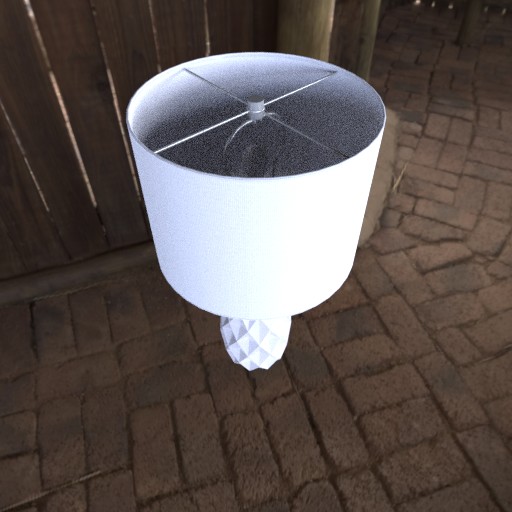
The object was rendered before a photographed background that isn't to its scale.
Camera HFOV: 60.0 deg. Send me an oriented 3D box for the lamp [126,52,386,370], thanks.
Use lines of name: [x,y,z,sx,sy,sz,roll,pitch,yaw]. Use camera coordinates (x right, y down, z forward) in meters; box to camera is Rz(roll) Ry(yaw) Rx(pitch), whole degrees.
lamp: [0.000,0.000,0.701,0.297,0.522,0.297,0,46,0]
